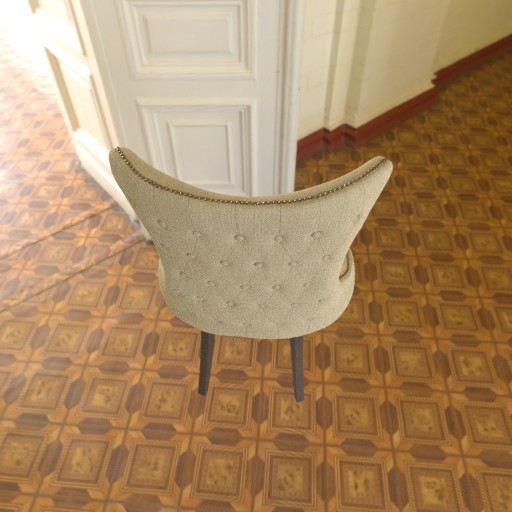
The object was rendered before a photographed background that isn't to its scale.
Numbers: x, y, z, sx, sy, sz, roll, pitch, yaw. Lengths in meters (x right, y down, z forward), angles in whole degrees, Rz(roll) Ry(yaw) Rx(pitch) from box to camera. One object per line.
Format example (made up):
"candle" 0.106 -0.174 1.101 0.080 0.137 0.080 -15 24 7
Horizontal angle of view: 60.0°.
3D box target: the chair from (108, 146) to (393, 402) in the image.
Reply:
"chair" 0.000 0.000 1.367 0.628 0.967 0.635 3 47 3
